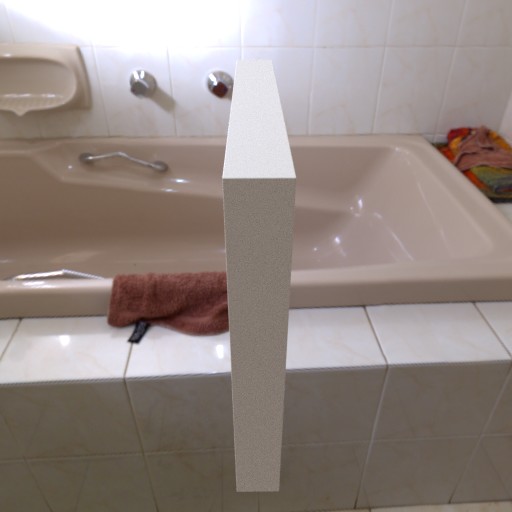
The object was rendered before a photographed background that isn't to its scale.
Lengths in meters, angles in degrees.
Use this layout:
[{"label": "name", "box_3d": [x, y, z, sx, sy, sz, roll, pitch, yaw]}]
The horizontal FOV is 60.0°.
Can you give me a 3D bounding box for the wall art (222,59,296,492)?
[{"label": "wall art", "box_3d": [0.000, 0.000, 0.438, 0.038, 0.305, 0.305, 0, 34, -1]}]
